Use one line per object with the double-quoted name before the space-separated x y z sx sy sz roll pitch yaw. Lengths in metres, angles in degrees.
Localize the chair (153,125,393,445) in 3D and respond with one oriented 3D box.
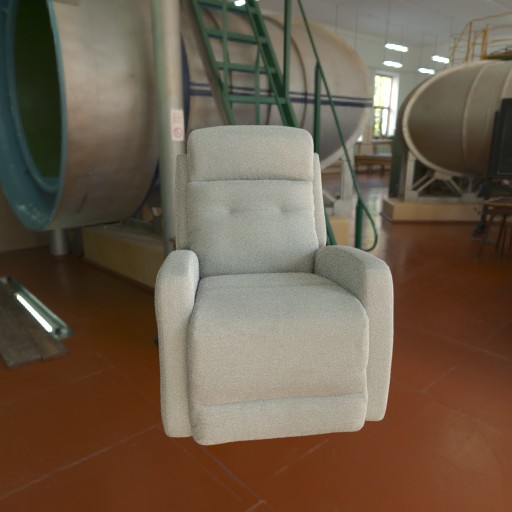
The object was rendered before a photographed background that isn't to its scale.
"chair" 0.000 0.000 1.768 0.798 1.013 1.043 -2 16 -7
